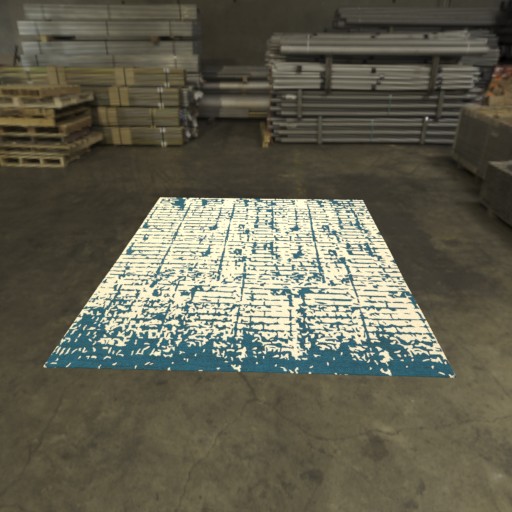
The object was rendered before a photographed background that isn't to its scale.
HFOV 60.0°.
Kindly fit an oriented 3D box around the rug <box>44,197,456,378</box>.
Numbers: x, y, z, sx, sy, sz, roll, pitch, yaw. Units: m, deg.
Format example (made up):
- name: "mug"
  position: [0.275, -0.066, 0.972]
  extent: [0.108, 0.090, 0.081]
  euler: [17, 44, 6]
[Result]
- name: "rug"
  position: [0.000, 0.000, 3.933]
  extent: [2.416, 0.014, 3.017]
  euler: [1, 27, 2]
